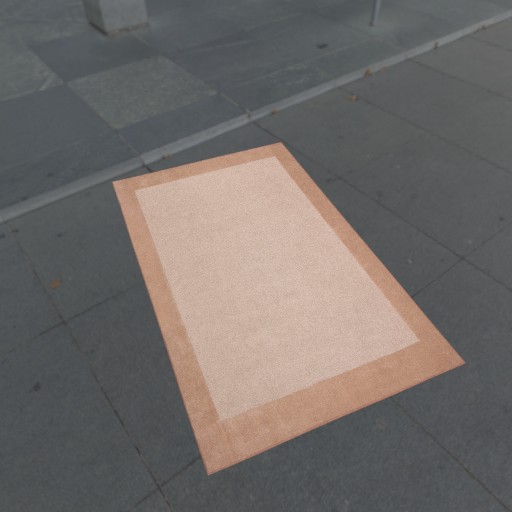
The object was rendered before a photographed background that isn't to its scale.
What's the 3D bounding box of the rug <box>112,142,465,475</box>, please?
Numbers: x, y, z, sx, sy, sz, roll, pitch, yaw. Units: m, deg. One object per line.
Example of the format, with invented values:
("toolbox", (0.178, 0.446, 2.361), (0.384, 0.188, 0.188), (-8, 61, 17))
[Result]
("rug", (0.000, 0.000, 3.055), (1.524, 0.014, 2.438), (-17, 49, -15))
